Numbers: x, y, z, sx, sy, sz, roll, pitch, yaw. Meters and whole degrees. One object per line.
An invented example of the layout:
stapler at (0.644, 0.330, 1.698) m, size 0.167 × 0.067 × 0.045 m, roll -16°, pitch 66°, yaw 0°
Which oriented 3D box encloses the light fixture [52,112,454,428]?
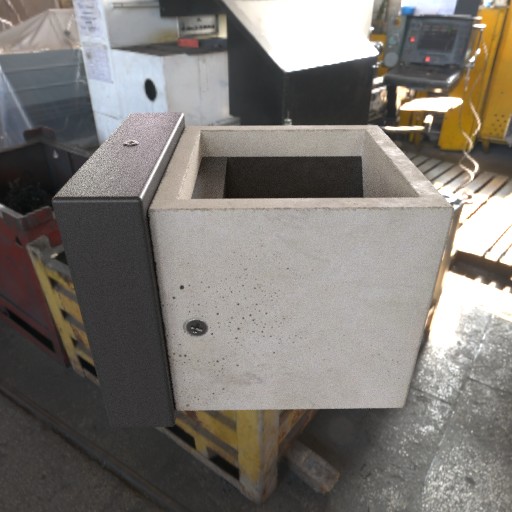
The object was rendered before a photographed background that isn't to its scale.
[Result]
light fixture at (0.000, 0.000, 0.235) m, size 0.143 × 0.121 × 0.121 m, roll 0°, pitch 31°, yaw -1°
